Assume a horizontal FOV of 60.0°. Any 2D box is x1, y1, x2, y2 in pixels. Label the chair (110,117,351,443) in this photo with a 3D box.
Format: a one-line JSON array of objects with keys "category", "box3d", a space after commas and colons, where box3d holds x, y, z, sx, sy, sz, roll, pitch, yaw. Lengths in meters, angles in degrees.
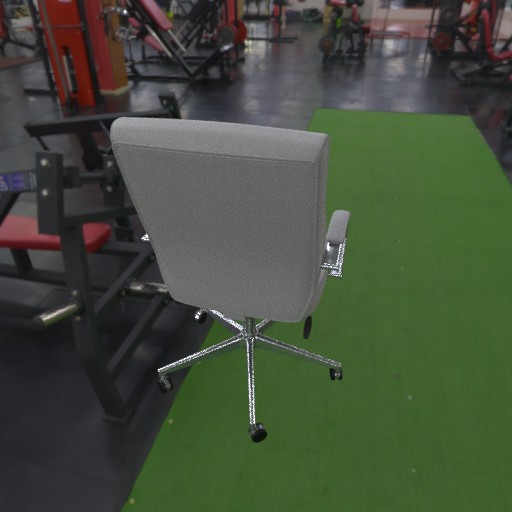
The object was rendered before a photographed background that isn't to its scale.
[{"category": "chair", "box3d": [0.000, 0.000, 1.602, 0.727, 1.099, 0.745, 9, 33, 13]}]
